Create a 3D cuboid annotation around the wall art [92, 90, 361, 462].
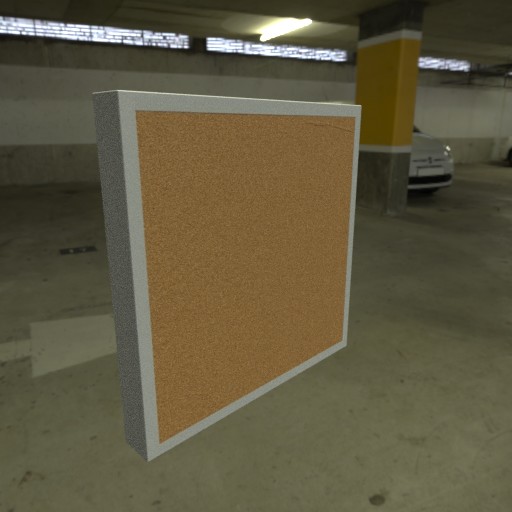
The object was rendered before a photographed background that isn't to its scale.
[{"bbox_3d":[0.000,0.000,0.460,0.305,0.305,0.038,-15,22,-43],"label":"wall art"}]
